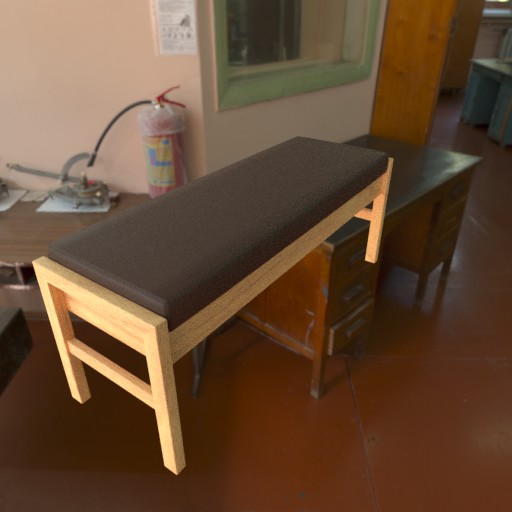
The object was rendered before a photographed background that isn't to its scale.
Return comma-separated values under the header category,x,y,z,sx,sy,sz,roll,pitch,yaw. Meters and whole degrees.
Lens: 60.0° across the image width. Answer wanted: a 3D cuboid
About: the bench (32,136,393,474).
category,x,y,z,sx,sy,sz,roll,pitch,yaw
bench,0.000,0.000,1.438,0.405,0.480,1.200,20,36,30
